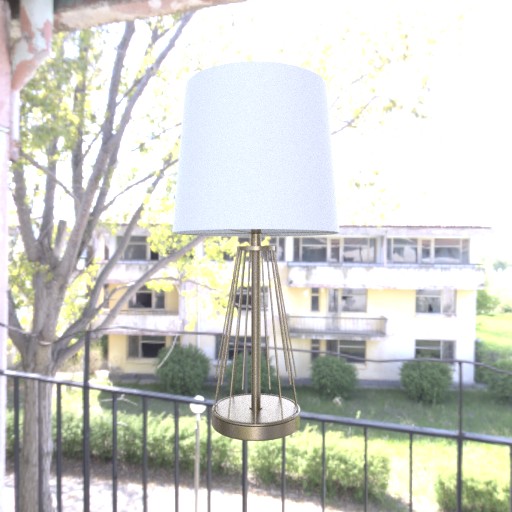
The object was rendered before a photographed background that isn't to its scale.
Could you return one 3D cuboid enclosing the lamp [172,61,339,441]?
[{"bbox_3d":[0.000,0.000,0.818,0.303,0.618,0.303,0,0,0],"label":"lamp"}]
